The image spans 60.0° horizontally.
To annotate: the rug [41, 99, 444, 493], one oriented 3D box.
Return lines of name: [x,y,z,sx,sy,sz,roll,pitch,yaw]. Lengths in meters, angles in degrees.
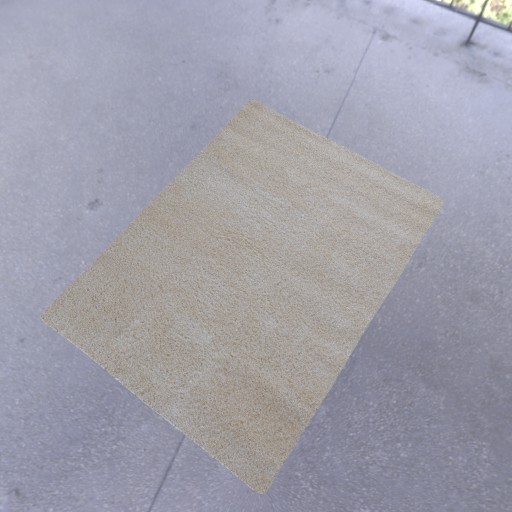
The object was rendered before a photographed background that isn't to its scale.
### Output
rug: [0.000,0.000,2.084,1.199,0.025,1.600,32,68,15]
